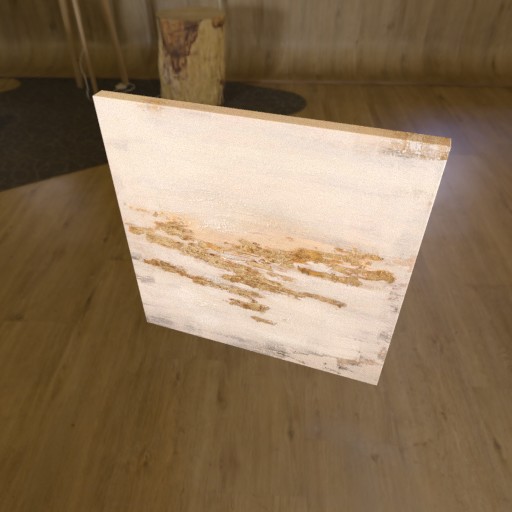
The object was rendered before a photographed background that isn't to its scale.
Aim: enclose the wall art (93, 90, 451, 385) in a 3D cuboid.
[{"bbox_3d":[0.000,0.000,1.147,0.753,0.755,0.038,12,42,14],"label":"wall art"}]
